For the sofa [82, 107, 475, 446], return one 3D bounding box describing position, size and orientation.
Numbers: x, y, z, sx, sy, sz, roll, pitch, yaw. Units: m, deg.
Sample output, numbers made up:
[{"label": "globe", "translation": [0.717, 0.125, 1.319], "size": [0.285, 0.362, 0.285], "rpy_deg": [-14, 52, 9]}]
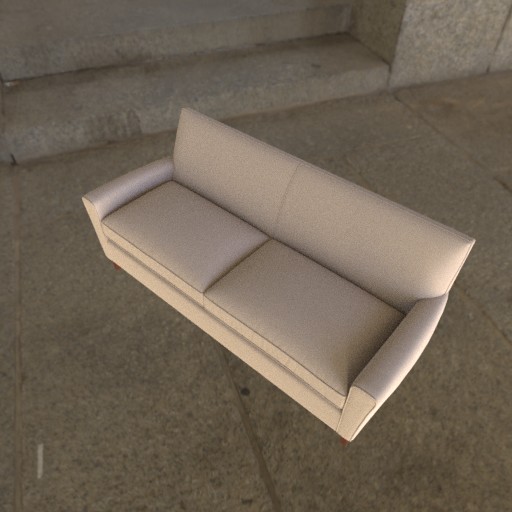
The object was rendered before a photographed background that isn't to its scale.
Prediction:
[{"label": "sofa", "translation": [0.000, 0.000, 2.516], "size": [2.000, 0.846, 0.875], "rpy_deg": [32, 54, 27]}]
